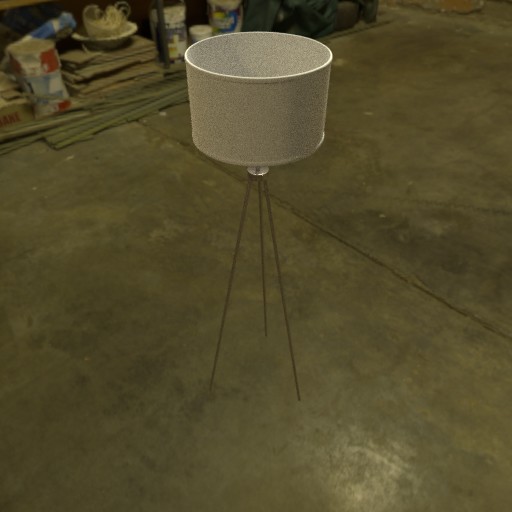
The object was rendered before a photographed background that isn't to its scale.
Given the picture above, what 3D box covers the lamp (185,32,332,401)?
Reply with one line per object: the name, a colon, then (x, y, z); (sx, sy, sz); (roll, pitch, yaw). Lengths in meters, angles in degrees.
lamp: (0.000, 0.000, 1.756); (0.448, 1.545, 0.458); (2, 41, 2)
